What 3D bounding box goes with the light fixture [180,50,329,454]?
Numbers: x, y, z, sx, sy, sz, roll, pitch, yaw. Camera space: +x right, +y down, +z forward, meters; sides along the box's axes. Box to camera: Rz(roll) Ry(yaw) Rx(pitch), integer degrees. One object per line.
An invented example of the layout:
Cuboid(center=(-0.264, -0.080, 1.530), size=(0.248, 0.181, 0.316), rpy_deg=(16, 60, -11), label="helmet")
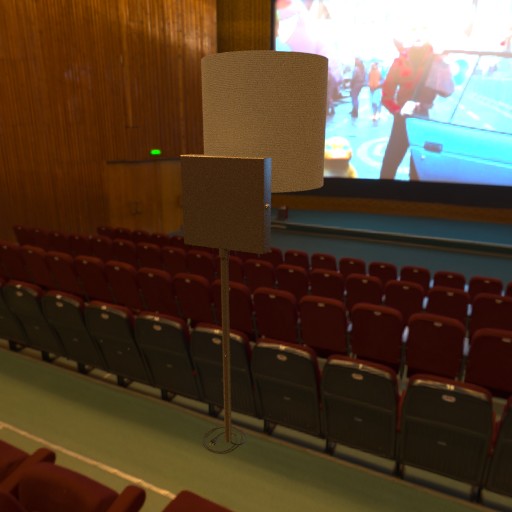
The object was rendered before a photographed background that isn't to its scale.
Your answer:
Cuboid(center=(0.000, 0.000, 0.716), size=(0.188, 0.589, 0.248), rpy_deg=(8, 18, 24), label="light fixture")
